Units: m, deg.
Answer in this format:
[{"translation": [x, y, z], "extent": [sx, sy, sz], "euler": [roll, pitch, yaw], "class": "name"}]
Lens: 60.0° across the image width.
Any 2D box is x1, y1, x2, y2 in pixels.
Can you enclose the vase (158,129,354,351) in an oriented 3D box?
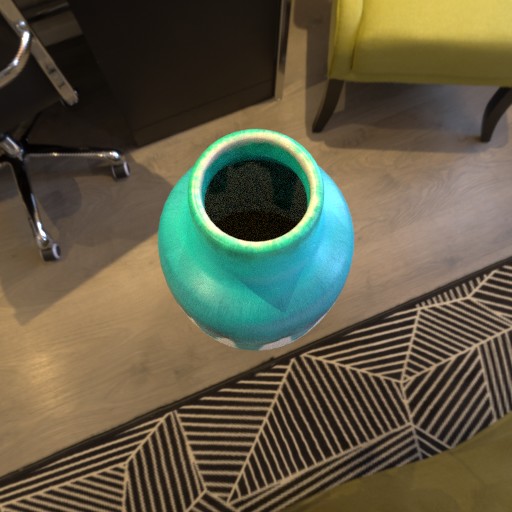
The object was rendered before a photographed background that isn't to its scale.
[{"translation": [0.000, 0.000, 0.262], "extent": [0.106, 0.192, 0.106], "euler": [0, 74, 0], "class": "vase"}]
